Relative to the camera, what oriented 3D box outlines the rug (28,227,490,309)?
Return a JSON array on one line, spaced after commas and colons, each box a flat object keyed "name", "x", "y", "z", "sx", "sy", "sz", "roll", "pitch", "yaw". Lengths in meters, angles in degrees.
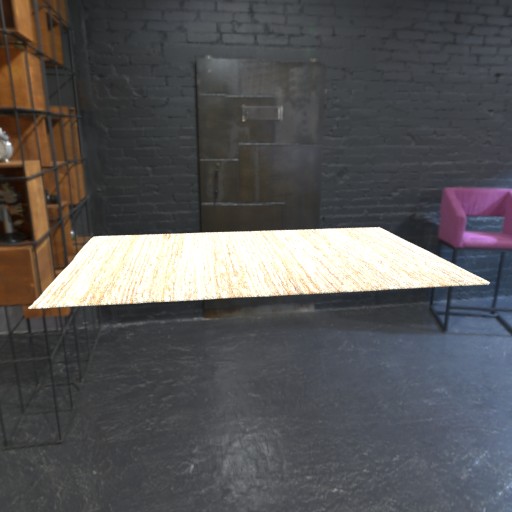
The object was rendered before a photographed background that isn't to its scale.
[{"name": "rug", "x": 0.000, "y": 0.000, "z": 3.024, "sx": 2.446, "sy": 0.009, "sz": 1.529, "roll": -2, "pitch": 16, "yaw": -8}]
